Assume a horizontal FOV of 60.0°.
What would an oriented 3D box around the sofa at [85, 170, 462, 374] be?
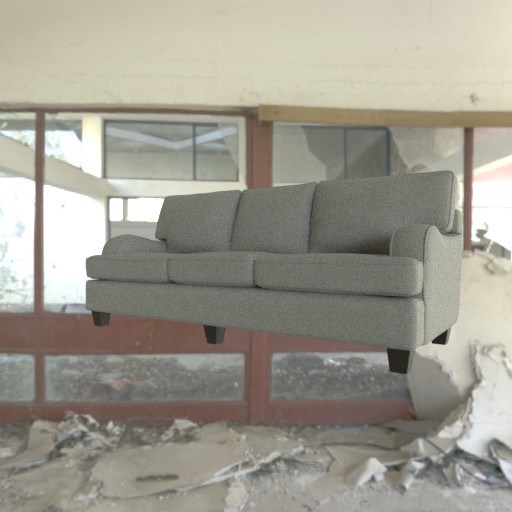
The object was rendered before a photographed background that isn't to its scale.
[{"bbox_3d":[0.000,0.000,2.880,2.323,0.997,1.016,0,1,35],"label":"sofa"}]
